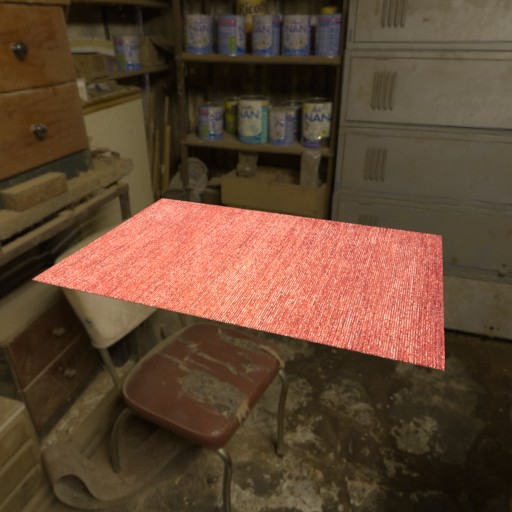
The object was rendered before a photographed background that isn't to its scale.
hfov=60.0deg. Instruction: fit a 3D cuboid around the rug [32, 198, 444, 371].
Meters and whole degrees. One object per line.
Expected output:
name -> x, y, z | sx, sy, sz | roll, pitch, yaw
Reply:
rug -> 0.000, 0.000, 2.212 | 1.747, 0.011, 1.139 | 9, 29, 18
